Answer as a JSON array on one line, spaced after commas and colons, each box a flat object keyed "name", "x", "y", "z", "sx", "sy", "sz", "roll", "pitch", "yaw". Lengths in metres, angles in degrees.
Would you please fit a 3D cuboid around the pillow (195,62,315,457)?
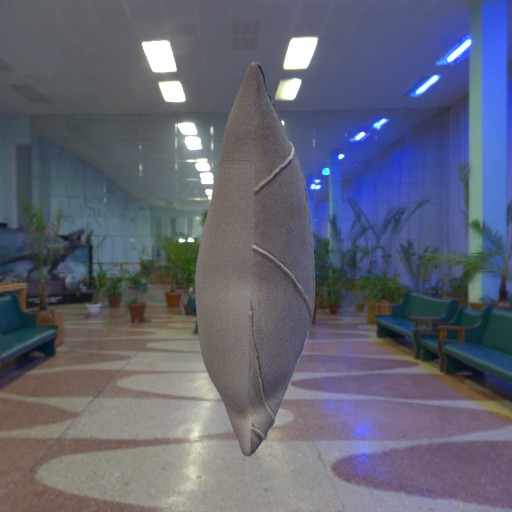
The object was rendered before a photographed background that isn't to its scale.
[{"name": "pillow", "x": 0.000, "y": 0.000, "z": 0.702, "sx": 0.185, "sy": 0.440, "sz": 0.439, "roll": 0, "pitch": 1, "yaw": 0}]
